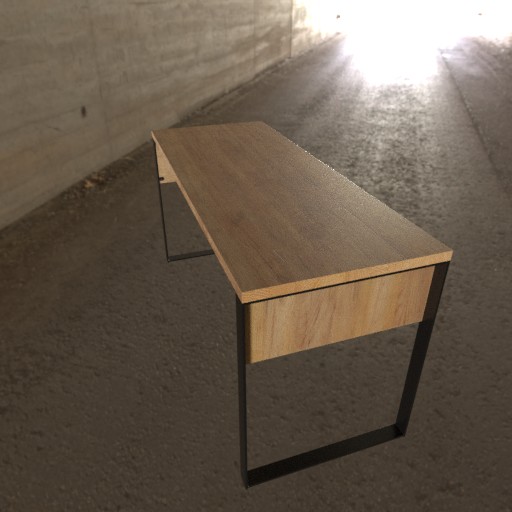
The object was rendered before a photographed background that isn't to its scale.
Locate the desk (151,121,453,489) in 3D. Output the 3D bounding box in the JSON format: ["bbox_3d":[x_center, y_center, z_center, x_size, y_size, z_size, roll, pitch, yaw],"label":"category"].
[{"bbox_3d":[0.000,0.000,1.916,0.600,0.760,1.520,-10,32,-17],"label":"desk"}]
